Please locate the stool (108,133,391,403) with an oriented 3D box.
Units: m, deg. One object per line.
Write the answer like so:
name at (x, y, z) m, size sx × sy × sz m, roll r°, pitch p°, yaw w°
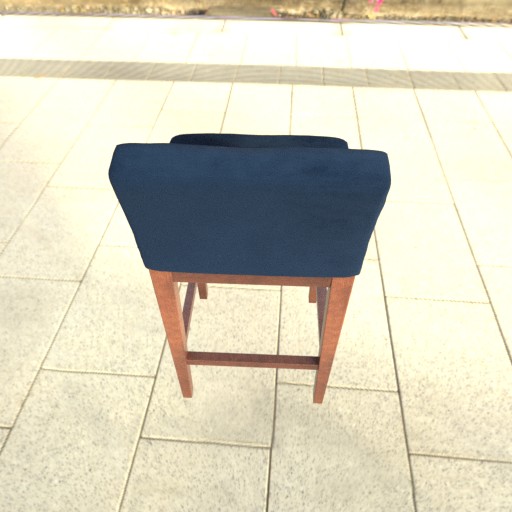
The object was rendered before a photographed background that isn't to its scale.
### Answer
stool at (0.000, 0.000, 1.264) m, size 0.511 × 0.945 × 0.516 m, roll 2°, pitch 46°, yaw 2°
